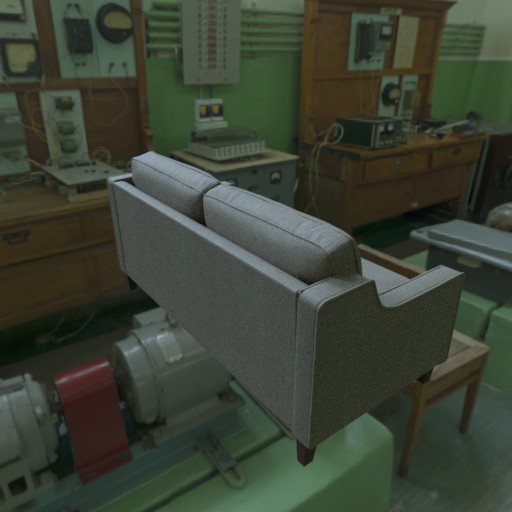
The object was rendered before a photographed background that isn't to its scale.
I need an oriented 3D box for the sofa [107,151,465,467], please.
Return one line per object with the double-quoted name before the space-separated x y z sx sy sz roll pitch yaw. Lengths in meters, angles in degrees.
"sofa" 0.000 0.000 2.803 1.073 1.074 2.181 -18 30 -33
